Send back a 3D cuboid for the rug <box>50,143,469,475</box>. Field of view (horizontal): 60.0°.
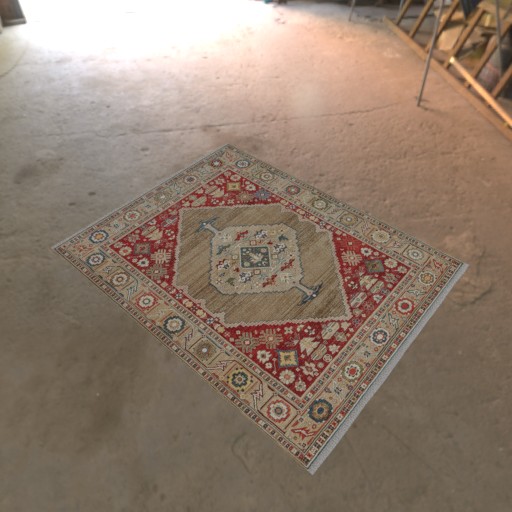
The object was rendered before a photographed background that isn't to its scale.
[{"bbox_3d":[0.000,0.000,4.203,3.143,0.008,2.451,33,55,27],"label":"rug"}]
